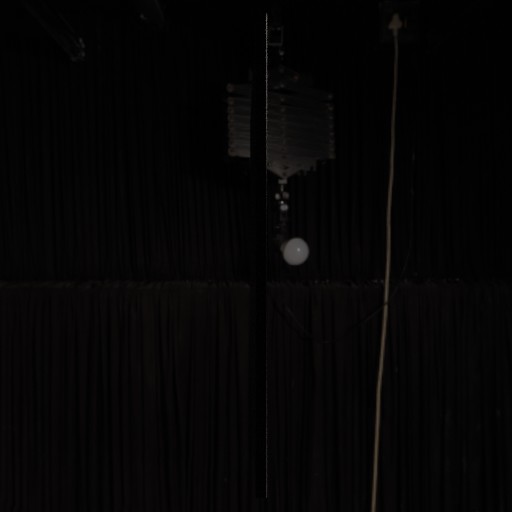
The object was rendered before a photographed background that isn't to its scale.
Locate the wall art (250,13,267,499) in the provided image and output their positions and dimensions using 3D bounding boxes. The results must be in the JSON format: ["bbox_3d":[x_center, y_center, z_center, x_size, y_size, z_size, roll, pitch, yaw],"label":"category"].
[{"bbox_3d":[0.000,0.000,0.753,0.013,0.582,0.442,0,0,-2],"label":"wall art"}]
